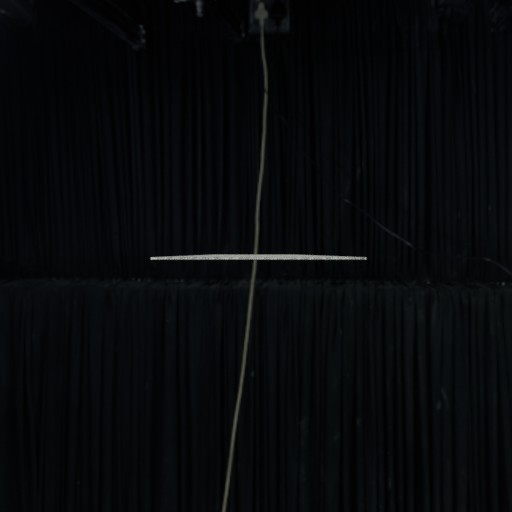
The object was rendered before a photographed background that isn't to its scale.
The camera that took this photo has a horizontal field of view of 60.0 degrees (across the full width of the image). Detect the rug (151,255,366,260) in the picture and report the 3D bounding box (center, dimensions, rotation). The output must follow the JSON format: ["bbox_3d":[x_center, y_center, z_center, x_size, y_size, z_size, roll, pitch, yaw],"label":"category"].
[{"bbox_3d":[0.000,0.000,2.512,0.676,0.008,2.277,0,0,0],"label":"rug"}]
